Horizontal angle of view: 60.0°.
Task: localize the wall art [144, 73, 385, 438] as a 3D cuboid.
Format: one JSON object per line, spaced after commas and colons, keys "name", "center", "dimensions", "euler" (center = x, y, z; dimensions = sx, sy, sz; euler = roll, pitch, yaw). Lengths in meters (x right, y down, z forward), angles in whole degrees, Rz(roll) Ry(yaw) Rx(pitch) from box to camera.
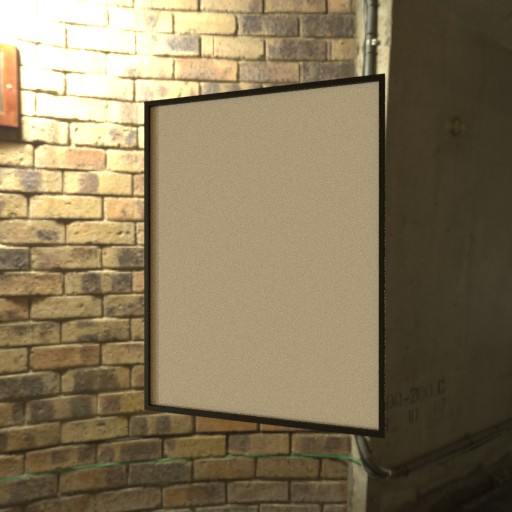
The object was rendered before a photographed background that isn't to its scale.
{"name": "wall art", "center": [0.000, 0.000, 1.434], "dimensions": [0.802, 1.070, 0.036], "euler": [0, 0, 17]}
